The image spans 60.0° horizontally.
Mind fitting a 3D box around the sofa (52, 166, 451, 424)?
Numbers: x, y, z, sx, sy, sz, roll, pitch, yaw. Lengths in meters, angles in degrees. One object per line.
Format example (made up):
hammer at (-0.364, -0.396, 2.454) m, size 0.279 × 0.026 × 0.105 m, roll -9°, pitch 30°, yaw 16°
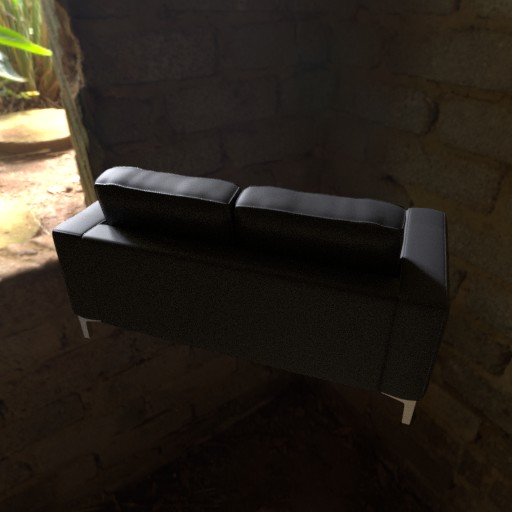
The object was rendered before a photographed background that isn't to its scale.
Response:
sofa at (0.000, 0.000, 2.180) m, size 1.726 × 0.893 × 0.833 m, roll 10°, pitch 33°, yaw 16°
